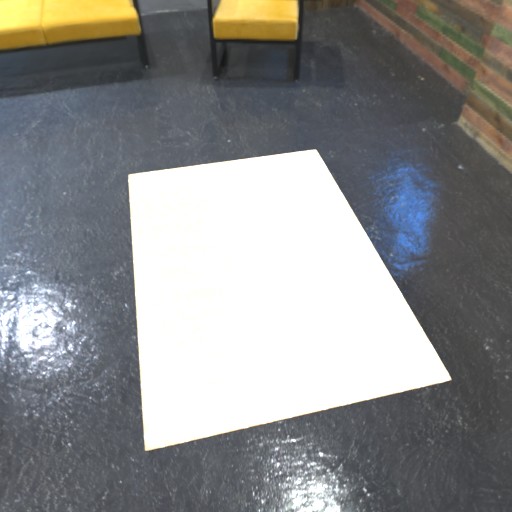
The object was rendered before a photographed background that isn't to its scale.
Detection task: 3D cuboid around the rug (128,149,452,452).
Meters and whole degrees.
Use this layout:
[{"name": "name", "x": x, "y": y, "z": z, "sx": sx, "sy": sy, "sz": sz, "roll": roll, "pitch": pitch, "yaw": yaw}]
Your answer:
[{"name": "rug", "x": 0.000, "y": 0.000, "z": 2.820, "sx": 1.524, "sy": 0.010, "sz": 2.134, "roll": -10, "pitch": 47, "yaw": -9}]
